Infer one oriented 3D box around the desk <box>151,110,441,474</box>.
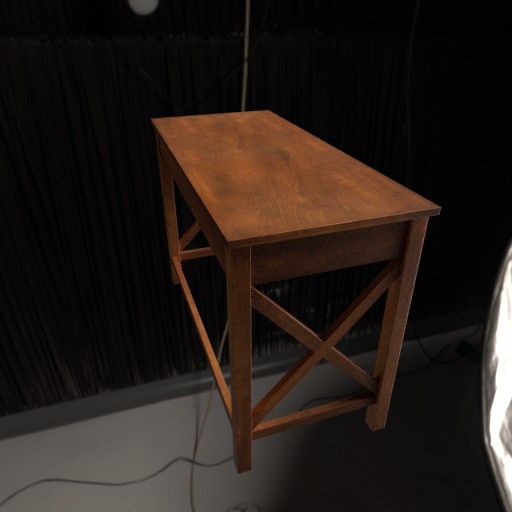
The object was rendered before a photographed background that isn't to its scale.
[{"bbox_3d":[0.000,0.000,1.582,0.508,0.762,1.117,-10,31,-17],"label":"desk"}]
